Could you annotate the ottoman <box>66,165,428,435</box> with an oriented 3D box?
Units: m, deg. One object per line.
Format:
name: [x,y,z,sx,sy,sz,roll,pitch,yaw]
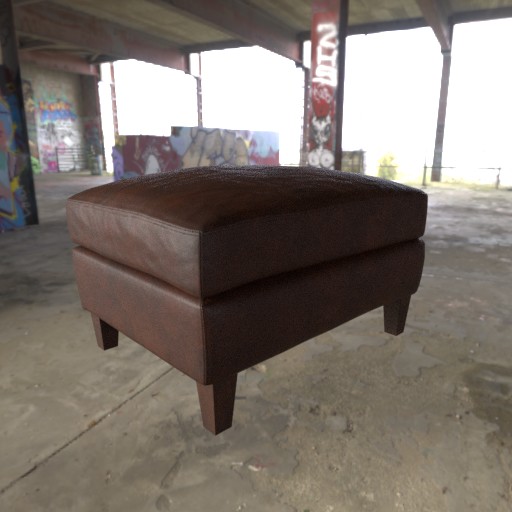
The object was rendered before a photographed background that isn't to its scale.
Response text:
ottoman: [0.000,0.000,1.307,0.887,0.527,0.659,-13,19,-41]
